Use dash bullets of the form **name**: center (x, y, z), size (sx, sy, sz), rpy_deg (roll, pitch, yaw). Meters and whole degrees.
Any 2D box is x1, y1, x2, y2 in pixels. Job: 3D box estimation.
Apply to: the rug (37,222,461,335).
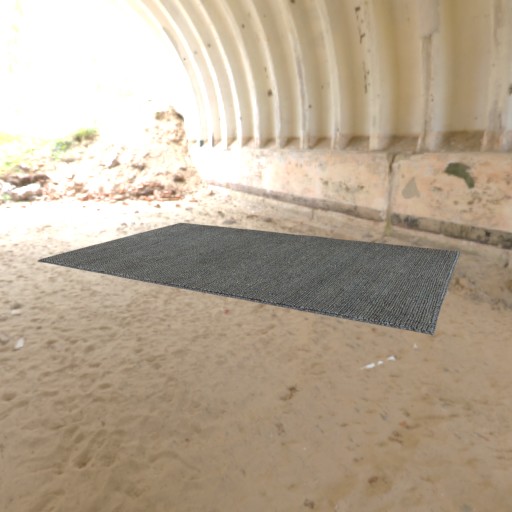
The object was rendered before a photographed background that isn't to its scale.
- **rug**: center (0.000, 0.000, 3.008), size (2.443, 0.021, 1.538), rpy_deg (8, 16, 27)
